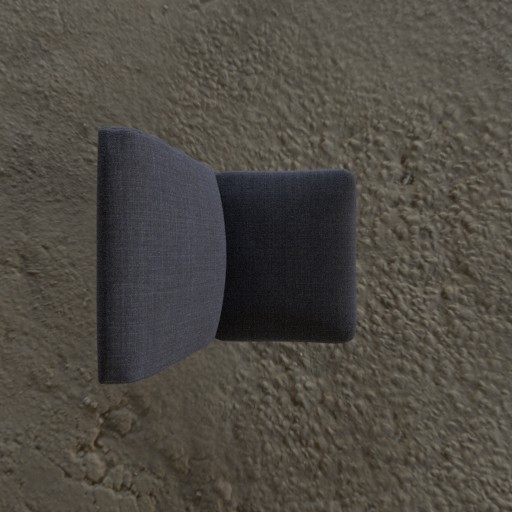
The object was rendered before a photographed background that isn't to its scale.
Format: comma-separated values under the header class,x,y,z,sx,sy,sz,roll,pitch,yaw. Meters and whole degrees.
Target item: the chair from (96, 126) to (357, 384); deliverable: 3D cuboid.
class,x,y,z,sx,sy,sz,roll,pitch,yaw
chair,0.000,0.000,1.246,0.586,0.911,0.507,0,90,1
